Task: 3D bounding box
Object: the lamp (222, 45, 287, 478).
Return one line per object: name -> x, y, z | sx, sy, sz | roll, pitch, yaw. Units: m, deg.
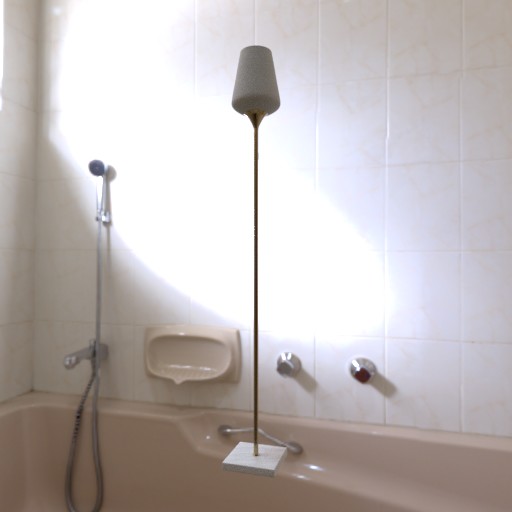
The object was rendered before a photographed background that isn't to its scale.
lamp -> 0.000, 0.000, 1.964 | 0.229, 1.813, 0.232 | 0, -1, 17
